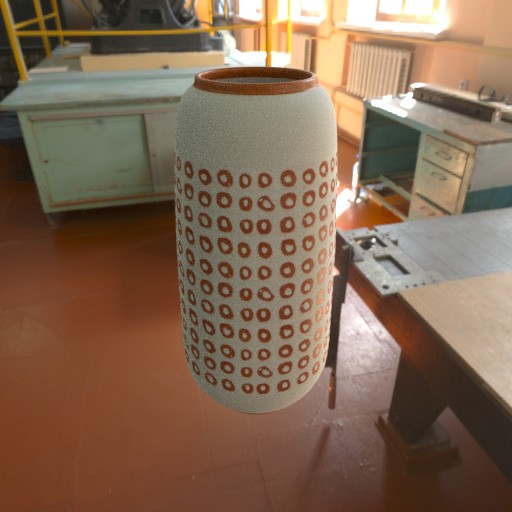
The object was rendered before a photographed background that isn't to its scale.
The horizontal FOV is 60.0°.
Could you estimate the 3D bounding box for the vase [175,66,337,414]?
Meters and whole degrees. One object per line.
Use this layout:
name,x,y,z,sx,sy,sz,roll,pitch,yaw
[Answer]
vase,0.000,0.000,0.368,0.133,0.282,0.133,0,30,0
